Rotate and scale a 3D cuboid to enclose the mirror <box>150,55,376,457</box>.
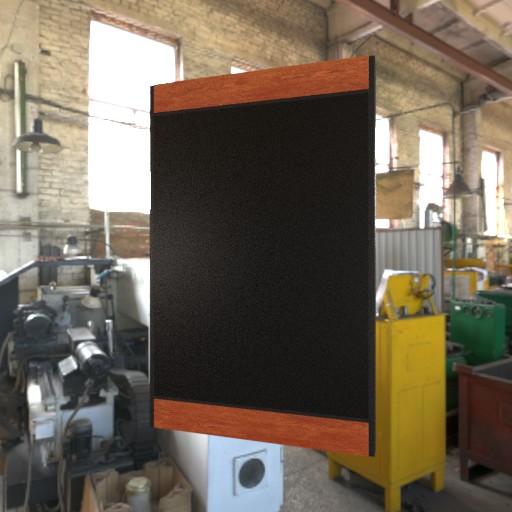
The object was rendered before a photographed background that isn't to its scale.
[{"bbox_3d":[0.000,0.000,1.008,0.525,0.823,0.047,0,0,18],"label":"mirror"}]
